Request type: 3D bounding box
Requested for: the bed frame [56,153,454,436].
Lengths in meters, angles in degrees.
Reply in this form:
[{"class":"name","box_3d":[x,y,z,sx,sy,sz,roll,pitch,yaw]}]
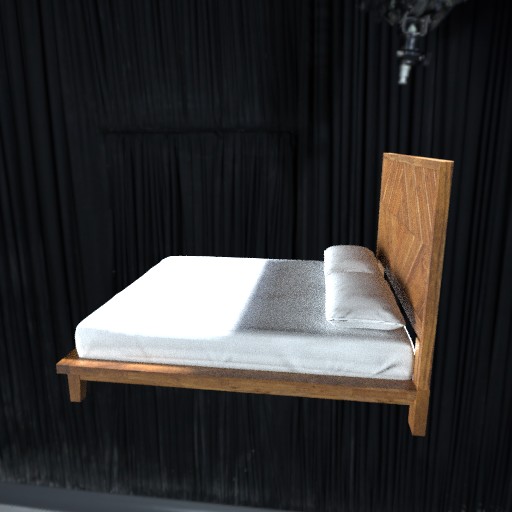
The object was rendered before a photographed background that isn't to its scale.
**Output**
[{"class":"bed frame","box_3d":[0.000,0.000,3.474,2.235,1.537,2.038,2,14,8]}]
